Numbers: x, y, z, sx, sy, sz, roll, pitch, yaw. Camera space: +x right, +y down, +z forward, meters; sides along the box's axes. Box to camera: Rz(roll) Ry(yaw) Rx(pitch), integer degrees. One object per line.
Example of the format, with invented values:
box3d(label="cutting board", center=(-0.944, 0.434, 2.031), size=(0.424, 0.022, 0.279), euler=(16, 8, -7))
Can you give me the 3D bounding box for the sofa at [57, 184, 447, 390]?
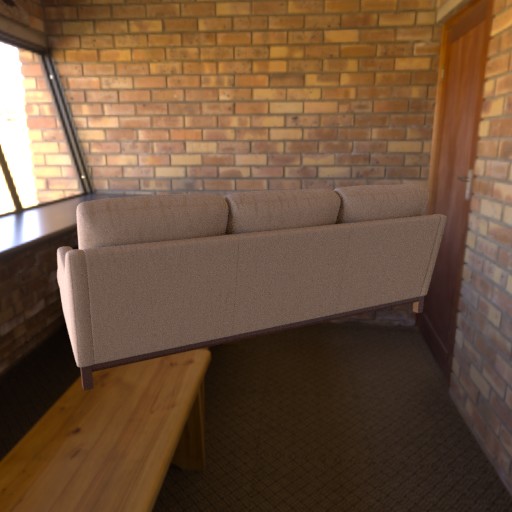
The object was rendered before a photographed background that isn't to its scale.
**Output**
box3d(label="sofa", center=(0.000, 0.000, 2.859), size=(2.321, 0.913, 1.000), euler=(-7, 16, -26))
